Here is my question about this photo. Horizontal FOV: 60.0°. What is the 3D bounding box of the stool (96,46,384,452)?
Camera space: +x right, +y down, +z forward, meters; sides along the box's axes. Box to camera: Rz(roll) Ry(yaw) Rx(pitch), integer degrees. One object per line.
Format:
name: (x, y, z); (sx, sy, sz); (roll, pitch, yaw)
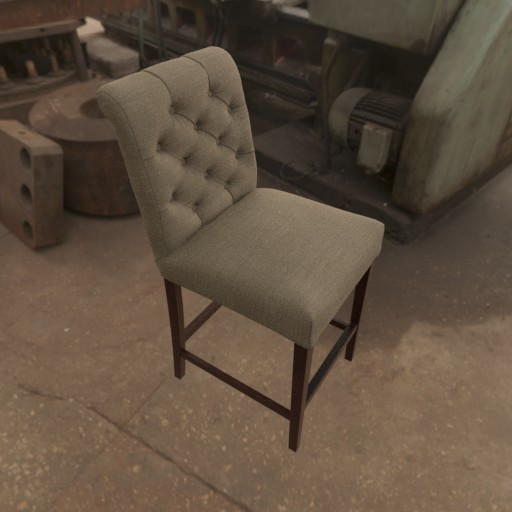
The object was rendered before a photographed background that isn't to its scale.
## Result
stool: (0.000, 0.000, 1.408); (0.660, 1.084, 0.486); (23, 45, 25)
